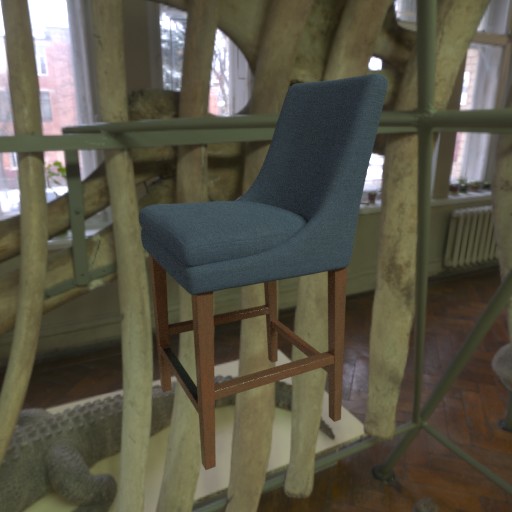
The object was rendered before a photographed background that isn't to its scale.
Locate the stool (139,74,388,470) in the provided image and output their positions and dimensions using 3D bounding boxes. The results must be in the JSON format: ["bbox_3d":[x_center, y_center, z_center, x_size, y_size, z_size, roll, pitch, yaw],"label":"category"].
[{"bbox_3d":[0.000,0.000,1.297,0.577,0.981,0.470,-9,19,-26],"label":"stool"}]
